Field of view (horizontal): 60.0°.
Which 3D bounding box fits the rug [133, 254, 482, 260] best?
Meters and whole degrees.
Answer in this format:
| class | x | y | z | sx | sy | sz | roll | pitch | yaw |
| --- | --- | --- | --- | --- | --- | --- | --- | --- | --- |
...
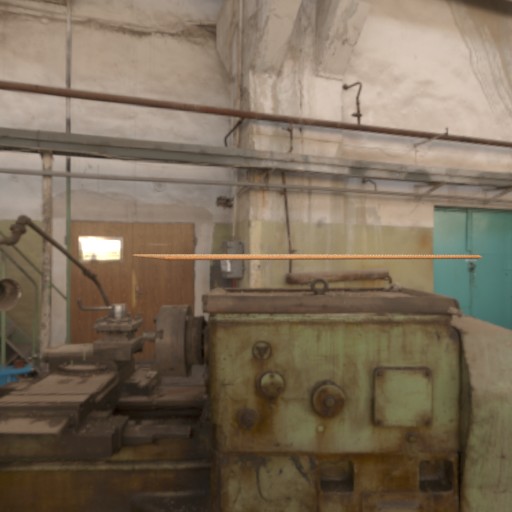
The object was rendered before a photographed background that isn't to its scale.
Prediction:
| class | x | y | z | sx | sy | sz | roll | pitch | yaw |
| --- | --- | --- | --- | --- | --- | --- | --- | --- | --- |
| rug | 0.000 | 0.000 | 2.130 | 1.078 | 0.013 | 1.678 | 0 | 0 | -18 |
